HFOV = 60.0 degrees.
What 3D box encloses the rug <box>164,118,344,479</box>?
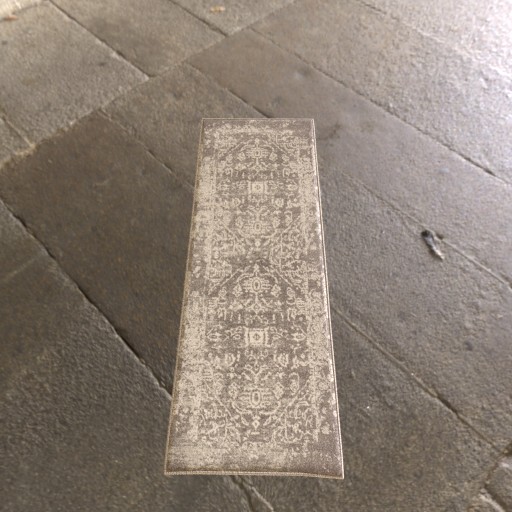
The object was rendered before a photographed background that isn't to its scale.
[{"bbox_3d":[0.000,0.000,2.724,0.855,0.017,2.452,0,58,0],"label":"rug"}]
